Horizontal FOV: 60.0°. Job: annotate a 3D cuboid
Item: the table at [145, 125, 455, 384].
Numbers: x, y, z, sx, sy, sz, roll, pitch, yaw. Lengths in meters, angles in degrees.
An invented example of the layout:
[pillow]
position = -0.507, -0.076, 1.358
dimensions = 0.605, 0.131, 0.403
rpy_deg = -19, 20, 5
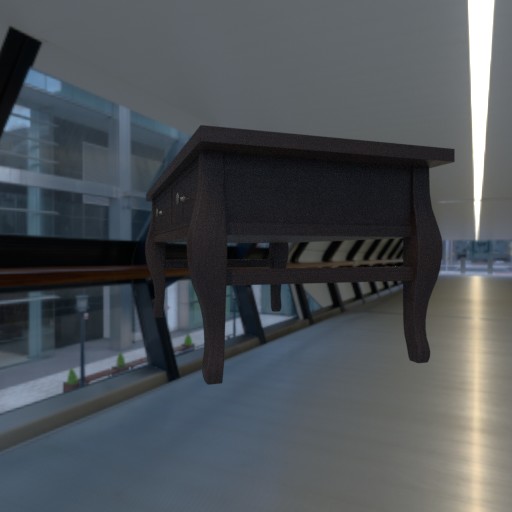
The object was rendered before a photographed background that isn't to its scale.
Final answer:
[table]
position = 0.000, 0.000, 1.410
dimensions = 0.600, 0.494, 1.062
rpy_deg = 0, 1, -19
